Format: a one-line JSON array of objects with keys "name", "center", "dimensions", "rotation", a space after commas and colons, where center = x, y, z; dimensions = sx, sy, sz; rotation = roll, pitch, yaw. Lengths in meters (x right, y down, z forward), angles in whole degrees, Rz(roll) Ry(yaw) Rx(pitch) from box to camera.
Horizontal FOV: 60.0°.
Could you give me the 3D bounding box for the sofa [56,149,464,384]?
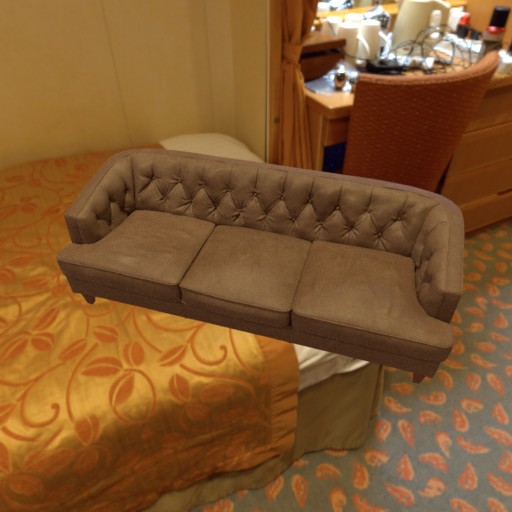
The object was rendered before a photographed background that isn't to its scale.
[{"name": "sofa", "center": [0.000, 0.000, 2.688], "dimensions": [2.227, 0.787, 0.927], "rotation": [11, 42, 13]}]
